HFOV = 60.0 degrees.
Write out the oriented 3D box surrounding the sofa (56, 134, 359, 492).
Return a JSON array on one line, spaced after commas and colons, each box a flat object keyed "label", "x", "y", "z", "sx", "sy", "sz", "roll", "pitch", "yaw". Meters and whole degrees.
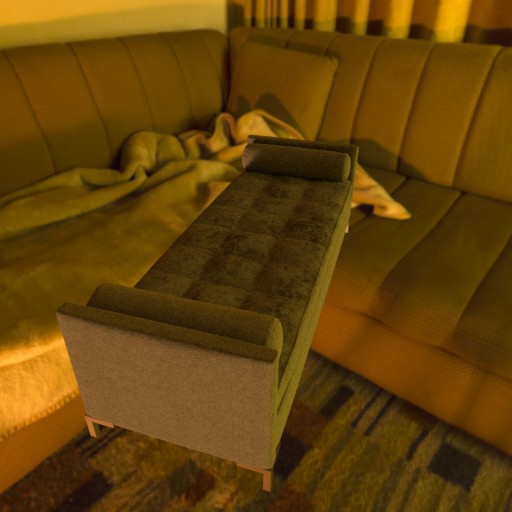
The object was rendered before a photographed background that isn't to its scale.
[{"label": "sofa", "x": 0.000, "y": 0.000, "z": 2.394, "sx": 0.797, "sy": 0.657, "sz": 2.102, "roll": 10, "pitch": 34, "yaw": 15}]
